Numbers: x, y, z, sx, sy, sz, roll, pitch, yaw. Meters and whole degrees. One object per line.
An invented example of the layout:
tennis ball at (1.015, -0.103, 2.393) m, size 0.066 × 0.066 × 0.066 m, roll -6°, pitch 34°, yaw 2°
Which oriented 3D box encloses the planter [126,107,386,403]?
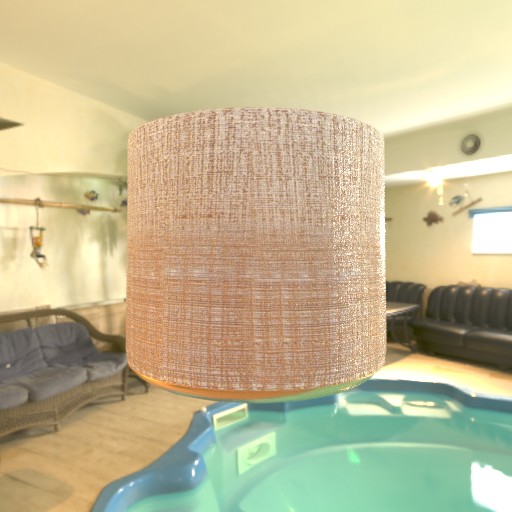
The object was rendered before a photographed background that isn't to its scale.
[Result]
planter at (0.000, 0.000, 0.192) m, size 0.109 × 0.096 × 0.109 m, roll 0°, pitch 1°, yaw 0°
